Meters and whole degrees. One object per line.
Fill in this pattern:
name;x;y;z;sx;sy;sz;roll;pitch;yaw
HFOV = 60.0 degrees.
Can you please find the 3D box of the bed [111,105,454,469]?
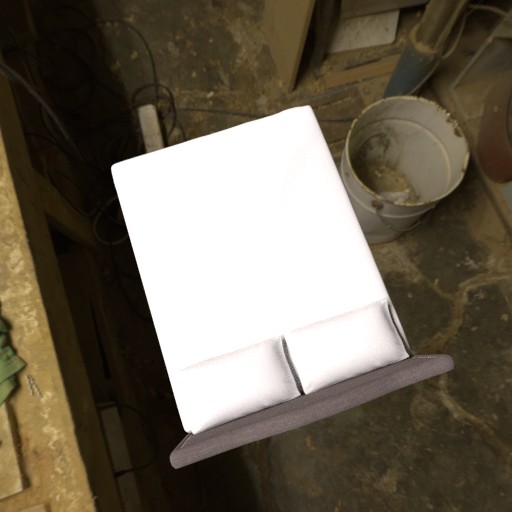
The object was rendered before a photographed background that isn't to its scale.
bed;0.000;0.000;3.898;2.161;1.457;2.689;-18;77;-4
